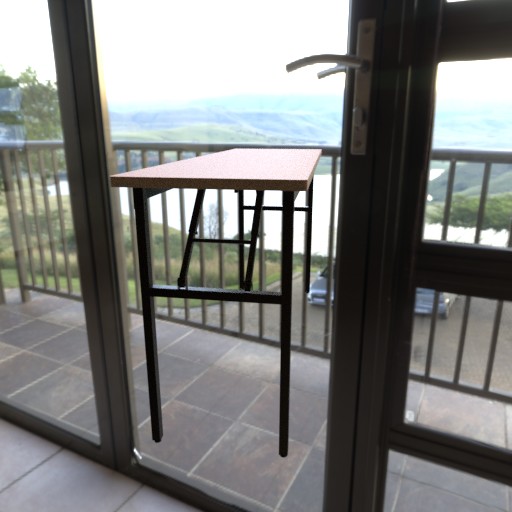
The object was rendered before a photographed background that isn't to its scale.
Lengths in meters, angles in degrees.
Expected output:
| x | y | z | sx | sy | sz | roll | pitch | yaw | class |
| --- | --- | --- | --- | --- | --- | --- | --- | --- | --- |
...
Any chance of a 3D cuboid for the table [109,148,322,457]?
| x | y | z | sx | sy | sz | roll | pitch | yaw | class |
| --- | --- | --- | --- | --- | --- | --- | --- | --- | --- |
| 0.000 | 0.000 | 1.726 | 0.447 | 0.750 | 1.397 | 3 | 16 | 9 | table |
